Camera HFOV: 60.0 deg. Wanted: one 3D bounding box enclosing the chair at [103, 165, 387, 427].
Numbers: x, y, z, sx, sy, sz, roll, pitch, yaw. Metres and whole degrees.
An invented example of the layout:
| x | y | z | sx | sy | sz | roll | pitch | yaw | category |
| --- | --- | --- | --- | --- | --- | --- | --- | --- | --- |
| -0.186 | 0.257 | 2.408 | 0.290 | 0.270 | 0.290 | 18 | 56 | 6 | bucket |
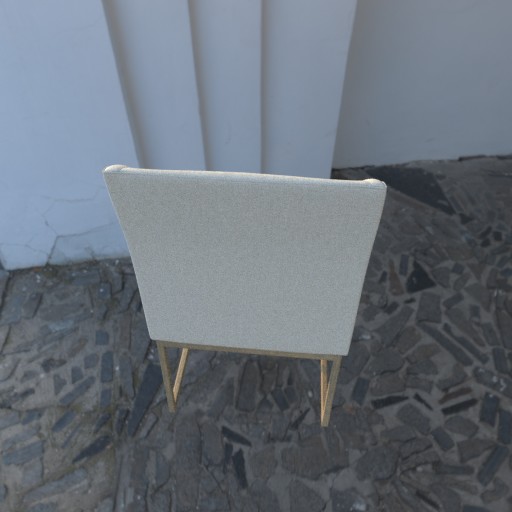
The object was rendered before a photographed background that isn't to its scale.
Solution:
| x | y | z | sx | sy | sz | roll | pitch | yaw | category |
| --- | --- | --- | --- | --- | --- | --- | --- | --- | --- |
| 0.000 | 0.000 | 1.193 | 0.508 | 0.863 | 0.522 | 4 | 46 | 4 | chair |
